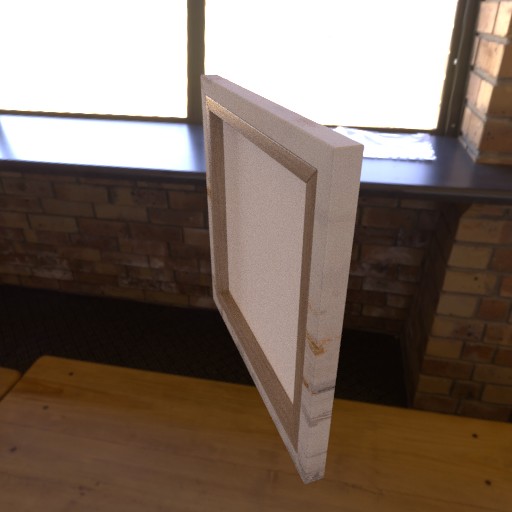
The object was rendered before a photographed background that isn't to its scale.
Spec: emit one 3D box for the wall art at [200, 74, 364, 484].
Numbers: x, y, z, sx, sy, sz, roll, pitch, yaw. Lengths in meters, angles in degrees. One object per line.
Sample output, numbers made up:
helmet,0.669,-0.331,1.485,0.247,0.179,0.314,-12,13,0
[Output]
wall art,0.000,0.000,0.899,0.040,0.613,0.611,-10,31,-18
